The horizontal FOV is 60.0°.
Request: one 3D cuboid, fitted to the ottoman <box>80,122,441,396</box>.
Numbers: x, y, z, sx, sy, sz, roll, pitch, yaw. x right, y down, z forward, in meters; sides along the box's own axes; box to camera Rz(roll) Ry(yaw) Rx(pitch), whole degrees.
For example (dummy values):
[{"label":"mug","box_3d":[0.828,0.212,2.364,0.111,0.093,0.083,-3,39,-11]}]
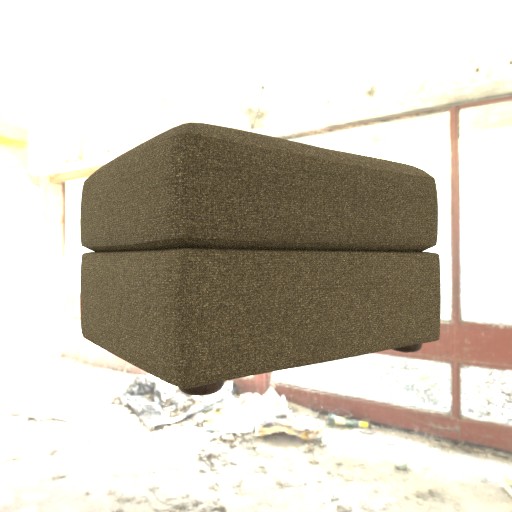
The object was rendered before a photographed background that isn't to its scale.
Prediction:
[{"label":"ottoman","box_3d":[0.000,0.000,1.115,0.742,0.476,0.598,0,0,-36]}]
